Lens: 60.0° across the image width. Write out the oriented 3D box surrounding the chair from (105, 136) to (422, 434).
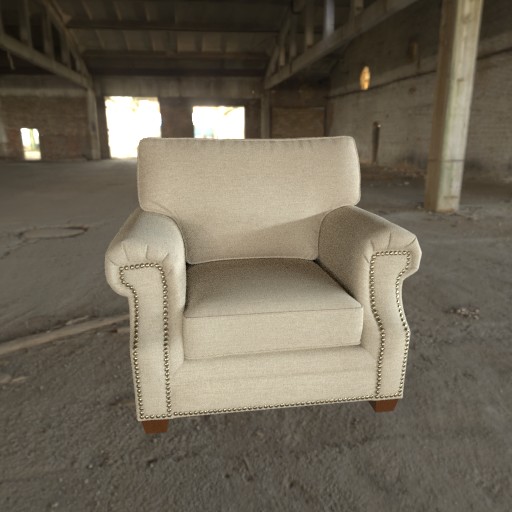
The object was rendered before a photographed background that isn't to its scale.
[{"bbox_3d":[0.000,0.000,1.839,1.092,0.961,0.965,-2,15,-8],"label":"chair"}]
